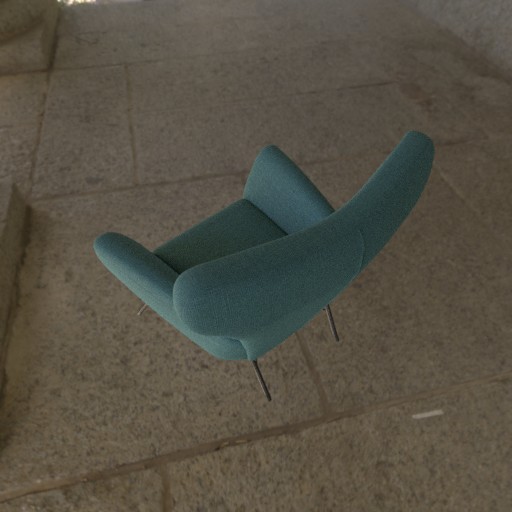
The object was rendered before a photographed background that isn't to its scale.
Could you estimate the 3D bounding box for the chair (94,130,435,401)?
[{"bbox_3d":[0.000,0.000,1.751,1.050,0.980,0.900,-34,56,-27],"label":"chair"}]
